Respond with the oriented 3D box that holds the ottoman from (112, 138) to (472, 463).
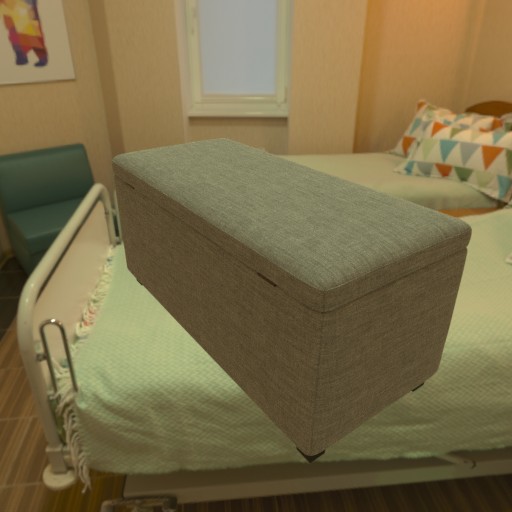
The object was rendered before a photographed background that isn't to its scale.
[{"bbox_3d":[0.000,0.000,1.143,0.419,0.432,0.902,-19,33,-31],"label":"ottoman"}]
